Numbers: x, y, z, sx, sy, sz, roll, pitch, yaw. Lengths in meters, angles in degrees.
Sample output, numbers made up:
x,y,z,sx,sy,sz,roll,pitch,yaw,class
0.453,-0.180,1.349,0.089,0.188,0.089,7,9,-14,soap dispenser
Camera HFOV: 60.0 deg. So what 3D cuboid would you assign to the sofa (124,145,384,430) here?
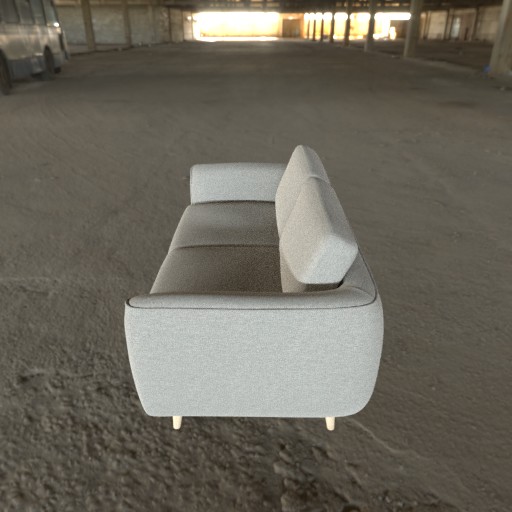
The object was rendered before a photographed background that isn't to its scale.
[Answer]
x,y,z,sx,sy,sz,roll,pitch,yaw,class
0.000,0.000,2.218,0.920,0.850,1.700,0,27,0,sofa
